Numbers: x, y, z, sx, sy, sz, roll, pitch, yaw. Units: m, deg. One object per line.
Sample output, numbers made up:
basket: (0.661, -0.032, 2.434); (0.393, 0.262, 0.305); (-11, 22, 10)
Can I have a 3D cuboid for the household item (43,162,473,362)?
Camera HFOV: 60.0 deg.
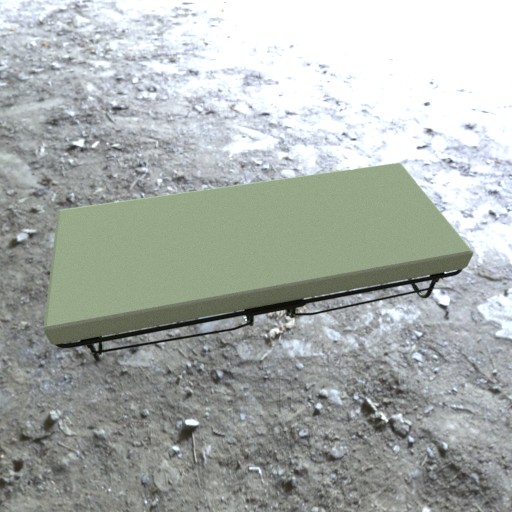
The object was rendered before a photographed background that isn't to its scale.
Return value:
household item: (0.000, 0.000, 2.224); (1.905, 0.356, 0.787); (-9, 46, -9)
